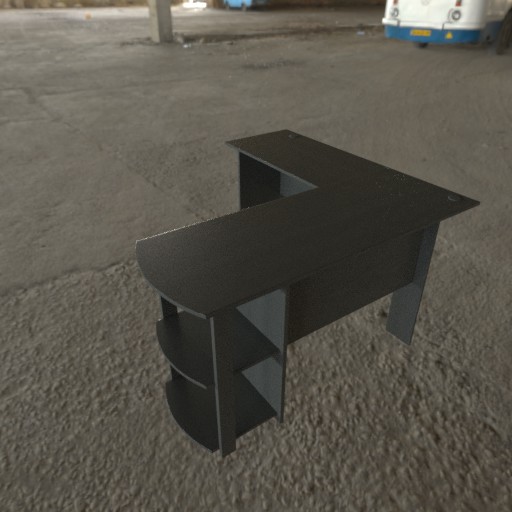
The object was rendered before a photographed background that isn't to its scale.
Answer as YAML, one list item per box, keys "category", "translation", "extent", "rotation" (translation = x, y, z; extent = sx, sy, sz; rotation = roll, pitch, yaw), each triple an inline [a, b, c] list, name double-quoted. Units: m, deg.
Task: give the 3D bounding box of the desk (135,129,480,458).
- category: "desk"
  translation: [0.000, 0.000, 2.149]
  extent: [1.361, 0.716, 1.303]
  rotation: [-20, 37, -29]
